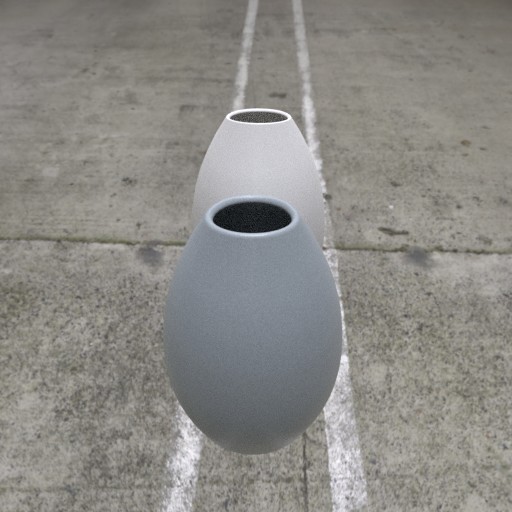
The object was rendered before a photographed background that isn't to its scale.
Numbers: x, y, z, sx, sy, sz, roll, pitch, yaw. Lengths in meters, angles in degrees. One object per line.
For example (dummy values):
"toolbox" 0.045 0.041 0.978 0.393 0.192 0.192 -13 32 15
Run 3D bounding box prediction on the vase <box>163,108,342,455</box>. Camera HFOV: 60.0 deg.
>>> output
"vase" 0.000 0.000 0.253 0.089 0.131 0.187 1 40 1
